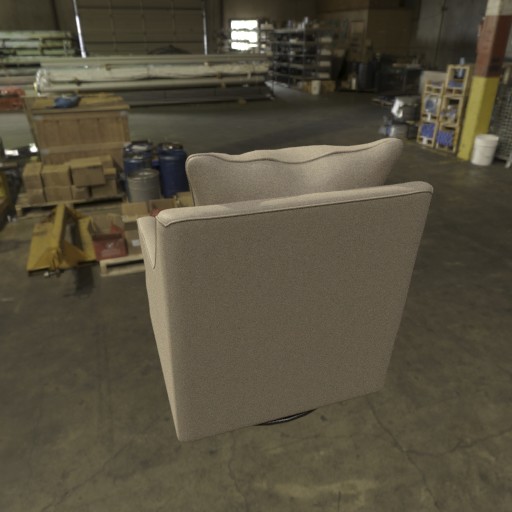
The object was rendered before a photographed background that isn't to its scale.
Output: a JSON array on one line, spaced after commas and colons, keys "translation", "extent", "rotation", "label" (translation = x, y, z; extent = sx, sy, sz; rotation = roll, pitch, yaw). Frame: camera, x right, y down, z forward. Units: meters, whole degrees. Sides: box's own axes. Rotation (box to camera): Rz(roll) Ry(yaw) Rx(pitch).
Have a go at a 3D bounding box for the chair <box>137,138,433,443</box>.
[{"translation": [0.000, 0.000, 1.600], "extent": [0.760, 0.942, 0.876], "rotation": [-9, 28, -17], "label": "chair"}]
